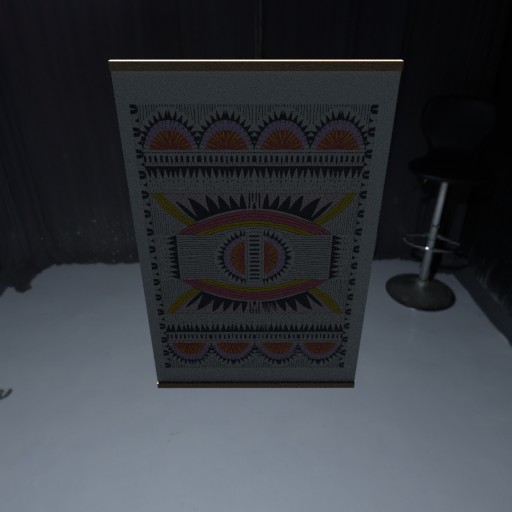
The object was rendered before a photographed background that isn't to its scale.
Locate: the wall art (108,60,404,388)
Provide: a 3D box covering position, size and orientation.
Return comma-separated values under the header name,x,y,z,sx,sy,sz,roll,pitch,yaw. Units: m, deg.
name,x,y,z,sx,sy,sz,roll,pitch,yaw
wall art,0.000,0.000,1.889,0.999,1.533,0.028,0,30,0
